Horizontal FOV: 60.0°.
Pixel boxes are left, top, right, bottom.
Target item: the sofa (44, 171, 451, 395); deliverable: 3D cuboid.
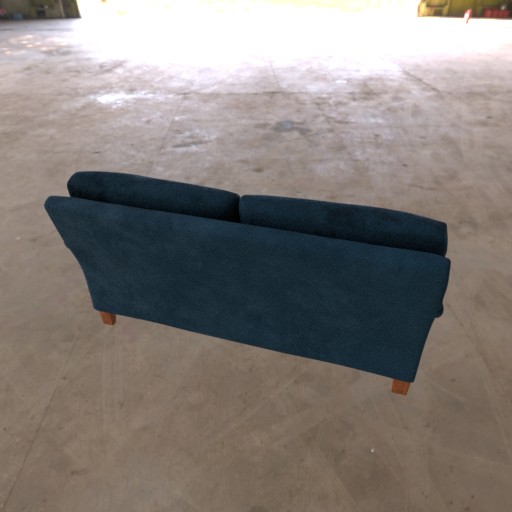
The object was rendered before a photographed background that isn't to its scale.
[{"bbox_3d":[0.000,0.000,2.763,2.141,1.101,1.084,10,34,15],"label":"sofa"}]
